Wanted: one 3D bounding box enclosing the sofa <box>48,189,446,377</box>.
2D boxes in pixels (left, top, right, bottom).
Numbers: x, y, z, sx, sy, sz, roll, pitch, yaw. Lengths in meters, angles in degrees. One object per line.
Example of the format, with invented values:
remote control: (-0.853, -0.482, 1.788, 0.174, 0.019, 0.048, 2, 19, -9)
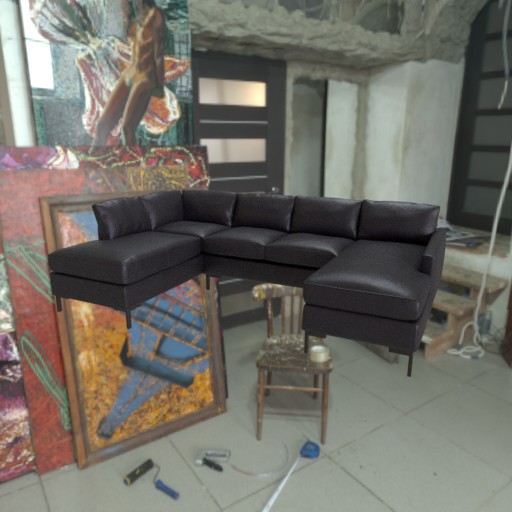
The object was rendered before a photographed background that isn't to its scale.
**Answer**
sofa: (0.000, 0.000, 3.892, 2.956, 0.900, 1.939, 7, 16, 25)
